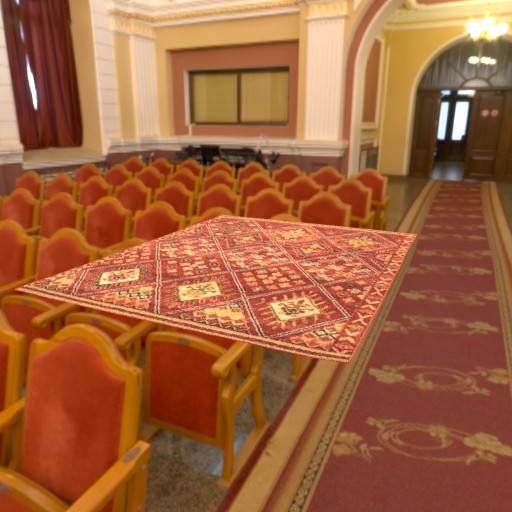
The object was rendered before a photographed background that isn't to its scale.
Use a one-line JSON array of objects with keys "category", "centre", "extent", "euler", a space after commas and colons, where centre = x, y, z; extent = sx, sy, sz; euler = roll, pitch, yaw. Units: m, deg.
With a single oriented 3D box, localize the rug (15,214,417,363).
[{"category": "rug", "centre": [0.000, 0.000, 4.078], "extent": [2.489, 0.030, 3.086], "euler": [8, 18, 24]}]
